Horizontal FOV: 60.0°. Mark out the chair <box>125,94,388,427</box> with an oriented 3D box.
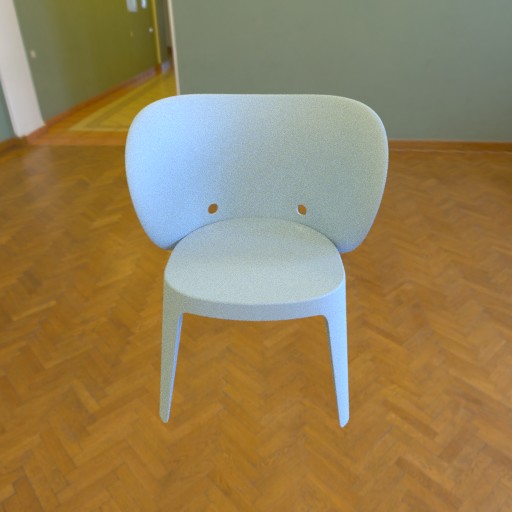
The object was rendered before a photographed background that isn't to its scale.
[{"bbox_3d":[0.000,0.000,0.879,0.451,0.554,0.402,1,30,1],"label":"chair"}]
